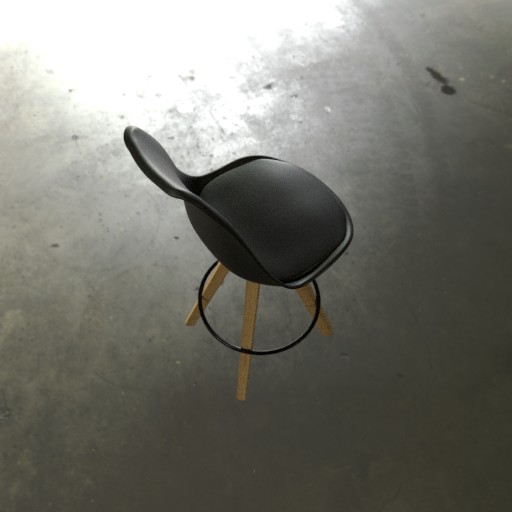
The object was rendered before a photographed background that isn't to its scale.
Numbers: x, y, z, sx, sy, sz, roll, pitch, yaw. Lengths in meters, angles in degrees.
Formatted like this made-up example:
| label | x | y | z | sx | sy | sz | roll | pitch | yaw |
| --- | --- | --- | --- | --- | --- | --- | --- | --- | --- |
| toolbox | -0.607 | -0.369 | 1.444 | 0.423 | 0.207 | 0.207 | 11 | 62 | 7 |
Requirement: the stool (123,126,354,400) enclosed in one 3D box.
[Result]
| label | x | y | z | sx | sy | sz | roll | pitch | yaw |
| --- | --- | --- | --- | --- | --- | --- | --- | --- | --- |
| stool | 0.000 | 0.000 | 1.403 | 0.550 | 1.115 | 0.485 | -32 | 62 | -19 |
